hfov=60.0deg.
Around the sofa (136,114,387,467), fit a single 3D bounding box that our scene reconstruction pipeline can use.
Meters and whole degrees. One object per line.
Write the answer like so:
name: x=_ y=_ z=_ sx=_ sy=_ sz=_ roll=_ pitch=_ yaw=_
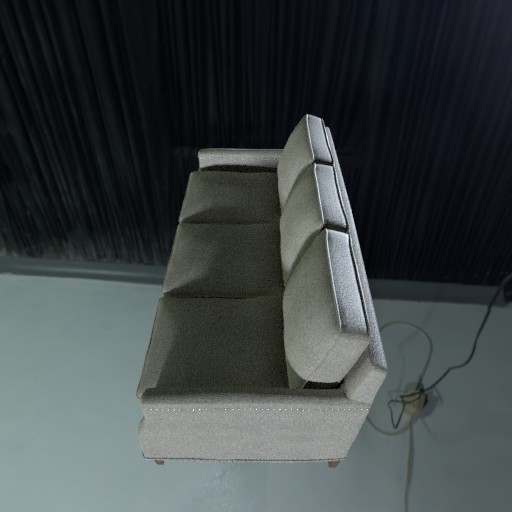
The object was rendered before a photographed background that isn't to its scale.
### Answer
sofa: x=0.000 y=0.000 z=2.760 sx=1.084 sy=1.003 sz=2.246 roll=1 pitch=41 yaw=1
